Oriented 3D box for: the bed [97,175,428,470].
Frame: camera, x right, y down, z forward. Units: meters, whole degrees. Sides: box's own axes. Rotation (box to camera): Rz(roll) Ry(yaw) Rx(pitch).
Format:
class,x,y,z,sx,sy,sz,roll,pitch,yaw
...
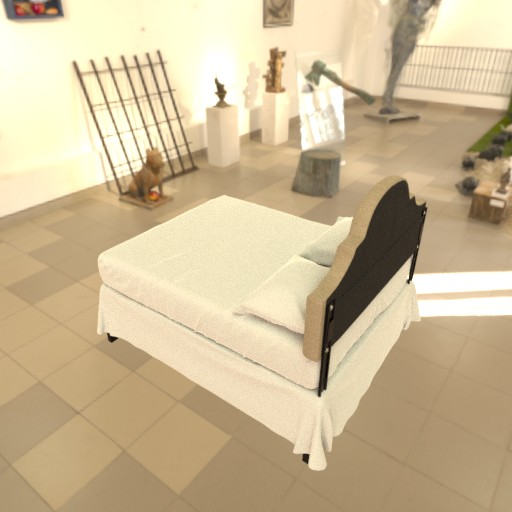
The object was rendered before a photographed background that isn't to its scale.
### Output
class,x,y,z,sx,sy,sz,roll,pitch,yaw
bed,0.000,0.000,3.413,2.222,1.634,1.780,20,35,31
